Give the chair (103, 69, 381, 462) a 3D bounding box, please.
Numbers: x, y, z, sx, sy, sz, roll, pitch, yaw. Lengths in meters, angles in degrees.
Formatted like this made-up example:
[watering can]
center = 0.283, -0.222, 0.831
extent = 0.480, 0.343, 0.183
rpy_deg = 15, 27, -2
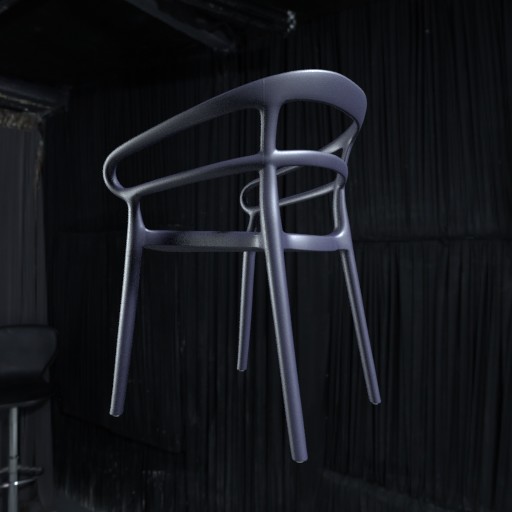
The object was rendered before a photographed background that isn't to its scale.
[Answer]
[chair]
center = 0.000, 0.000, 1.123
extent = 0.527, 0.761, 0.559
rpy_deg = 0, 1, 36
